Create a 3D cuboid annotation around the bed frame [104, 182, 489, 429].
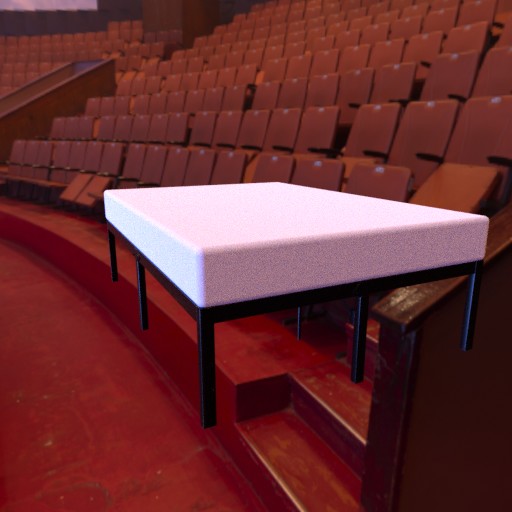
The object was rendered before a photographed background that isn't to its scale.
[{"bbox_3d":[0.000,0.000,2.624,1.408,0.659,1.956,-7,16,-26],"label":"bed frame"}]
